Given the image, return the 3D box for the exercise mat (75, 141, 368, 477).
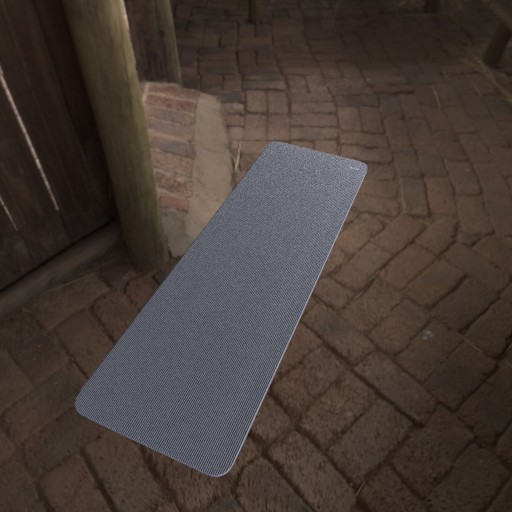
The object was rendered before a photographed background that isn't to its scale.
[{"bbox_3d":[0.000,0.000,2.068,0.616,0.021,1.884,18,49,16],"label":"exercise mat"}]
